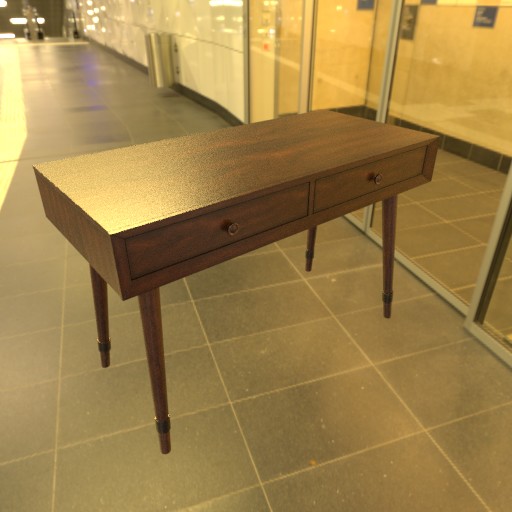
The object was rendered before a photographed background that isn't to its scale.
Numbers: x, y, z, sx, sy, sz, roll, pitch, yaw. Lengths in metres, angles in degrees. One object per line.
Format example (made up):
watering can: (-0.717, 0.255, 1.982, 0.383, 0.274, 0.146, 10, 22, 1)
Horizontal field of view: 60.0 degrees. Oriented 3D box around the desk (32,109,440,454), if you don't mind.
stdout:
desk: (0.000, 0.000, 2.108, 1.577, 1.031, 0.734, -22, 36, -33)
